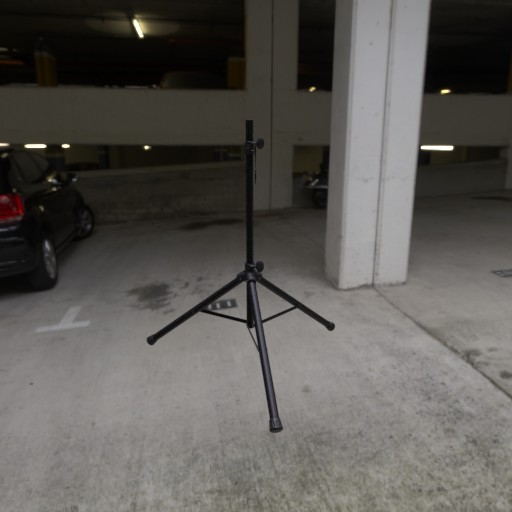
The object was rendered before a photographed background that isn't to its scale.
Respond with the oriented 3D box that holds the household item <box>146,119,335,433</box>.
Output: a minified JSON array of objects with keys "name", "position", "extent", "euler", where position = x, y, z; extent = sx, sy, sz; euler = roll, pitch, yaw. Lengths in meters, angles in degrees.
[{"name":"household item","position":[0.000,0.000,1.908],"extent":[1.045,1.136,0.907],"euler":[-2,15,-9]}]
